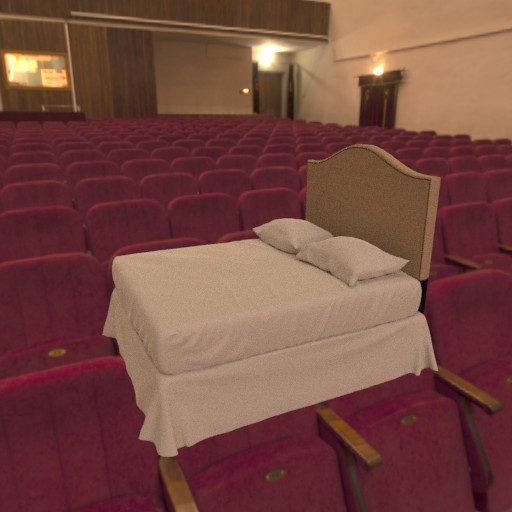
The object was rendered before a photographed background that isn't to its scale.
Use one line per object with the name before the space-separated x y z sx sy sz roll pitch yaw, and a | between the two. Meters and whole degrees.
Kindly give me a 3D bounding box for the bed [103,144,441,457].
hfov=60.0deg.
bed | 0.000 0.000 3.446 2.221 1.645 1.876 -8 19 -25
